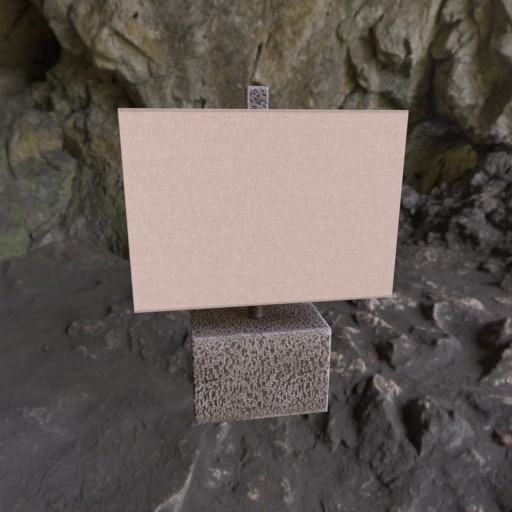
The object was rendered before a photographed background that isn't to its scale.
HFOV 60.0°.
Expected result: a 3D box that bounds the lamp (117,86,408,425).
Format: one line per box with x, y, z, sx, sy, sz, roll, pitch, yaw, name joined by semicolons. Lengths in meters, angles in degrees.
0.000;0.000;0.575;0.294;0.411;0.180;-3;16;-9;lamp
